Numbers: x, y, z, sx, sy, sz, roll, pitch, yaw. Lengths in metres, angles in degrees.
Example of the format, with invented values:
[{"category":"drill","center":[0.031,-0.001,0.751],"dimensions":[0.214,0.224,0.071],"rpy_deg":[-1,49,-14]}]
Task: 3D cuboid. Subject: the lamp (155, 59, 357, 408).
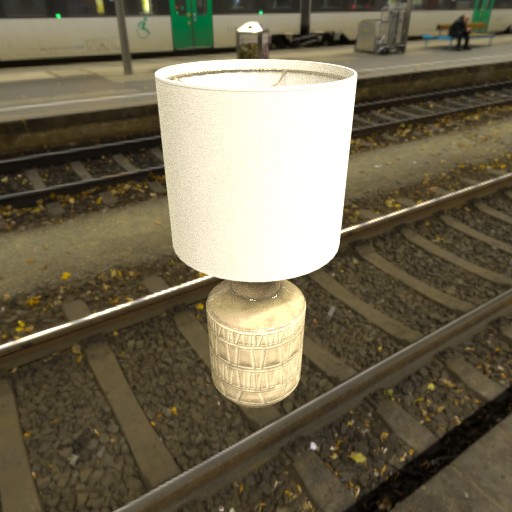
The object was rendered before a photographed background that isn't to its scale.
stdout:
[{"category":"lamp","center":[0.000,0.000,0.585],"dimensions":[0.211,0.455,0.211],"rpy_deg":[19,35,30]}]
